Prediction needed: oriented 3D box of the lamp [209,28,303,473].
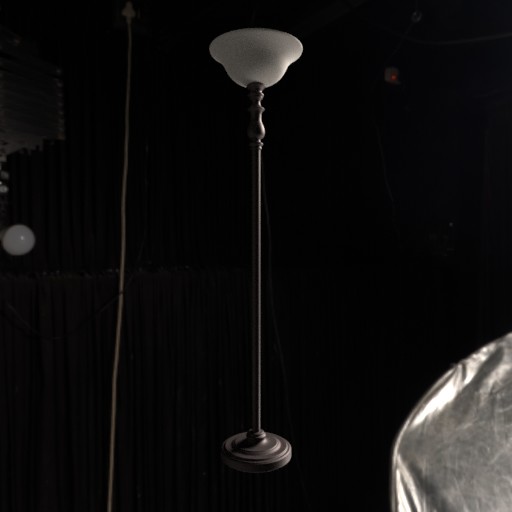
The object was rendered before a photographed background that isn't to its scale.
[{"bbox_3d":[0.000,0.000,1.959,0.405,1.797,0.405,-1,2,-35],"label":"lamp"}]
